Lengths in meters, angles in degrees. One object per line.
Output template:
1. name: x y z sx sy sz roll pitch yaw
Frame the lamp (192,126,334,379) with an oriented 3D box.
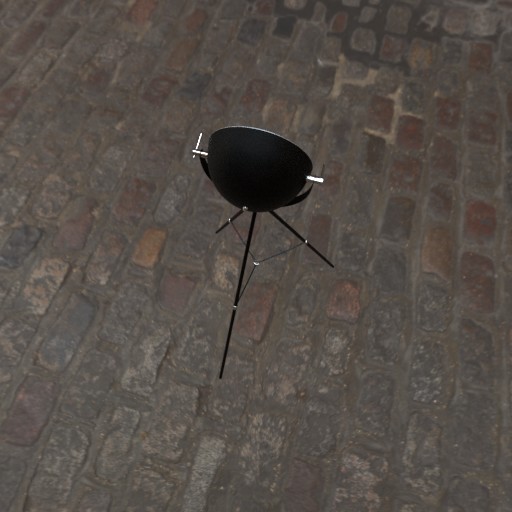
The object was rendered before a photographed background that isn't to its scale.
1. lamp: 0.000 0.000 2.057 0.817 1.512 0.920 14 65 7
